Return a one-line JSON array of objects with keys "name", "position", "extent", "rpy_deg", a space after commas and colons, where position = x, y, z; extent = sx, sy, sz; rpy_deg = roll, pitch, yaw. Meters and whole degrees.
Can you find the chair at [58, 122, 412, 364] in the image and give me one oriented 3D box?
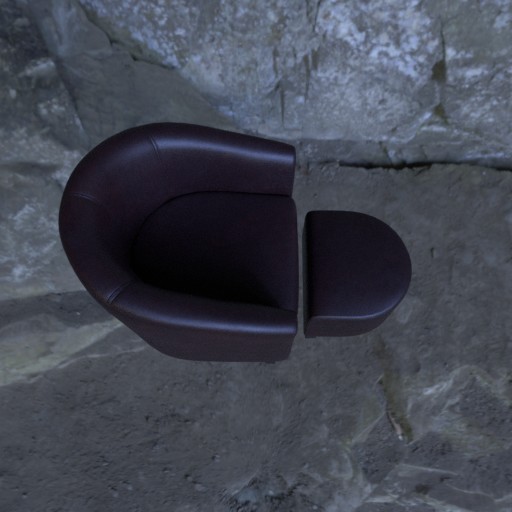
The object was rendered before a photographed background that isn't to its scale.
[{"name": "chair", "position": [0.000, 0.000, 1.644], "extent": [1.176, 0.755, 0.737], "rpy_deg": [2, 64, 1]}]
